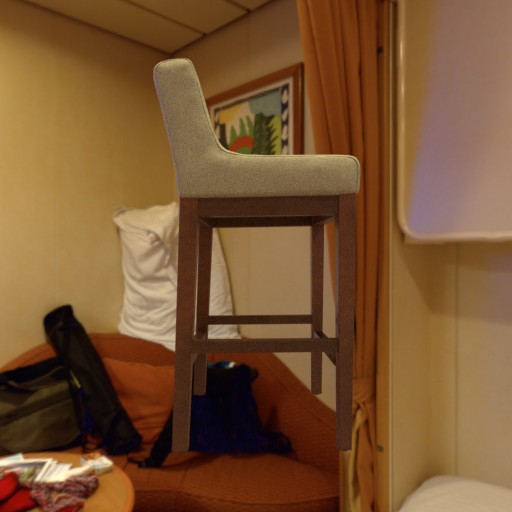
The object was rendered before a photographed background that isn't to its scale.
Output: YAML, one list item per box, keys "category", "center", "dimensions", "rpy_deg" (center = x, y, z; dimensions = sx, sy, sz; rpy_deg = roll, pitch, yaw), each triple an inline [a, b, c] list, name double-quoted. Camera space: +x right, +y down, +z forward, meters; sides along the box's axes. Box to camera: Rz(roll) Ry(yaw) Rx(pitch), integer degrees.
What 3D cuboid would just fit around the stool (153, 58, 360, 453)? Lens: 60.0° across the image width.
- category: "stool"
  center: [0.000, 0.000, 1.279]
  dimensions: [0.500, 0.937, 0.511]
  rpy_deg: [0, 0, -1]
